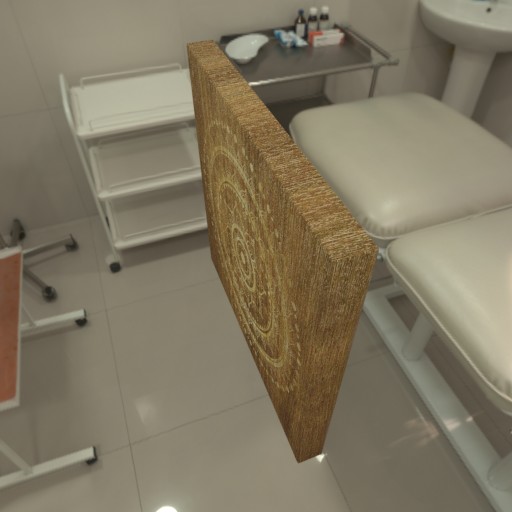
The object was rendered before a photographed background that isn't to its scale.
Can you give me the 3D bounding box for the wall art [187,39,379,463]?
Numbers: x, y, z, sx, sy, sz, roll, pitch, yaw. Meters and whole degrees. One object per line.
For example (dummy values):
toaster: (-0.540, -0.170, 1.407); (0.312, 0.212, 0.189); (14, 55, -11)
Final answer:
wall art: (0.000, 0.000, 0.586); (0.039, 0.403, 0.406); (-15, 49, -14)
